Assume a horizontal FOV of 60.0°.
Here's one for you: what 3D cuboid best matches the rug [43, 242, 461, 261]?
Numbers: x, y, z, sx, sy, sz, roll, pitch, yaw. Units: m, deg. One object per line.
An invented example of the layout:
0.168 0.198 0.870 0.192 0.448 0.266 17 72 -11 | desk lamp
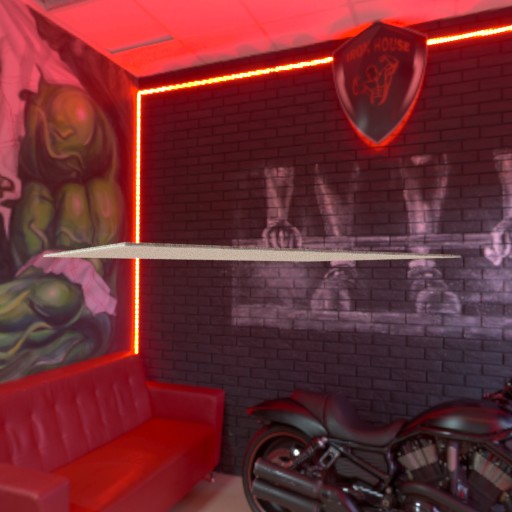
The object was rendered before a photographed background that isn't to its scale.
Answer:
0.000 0.000 2.905 2.280 0.015 1.521 1 -2 -36 | rug
